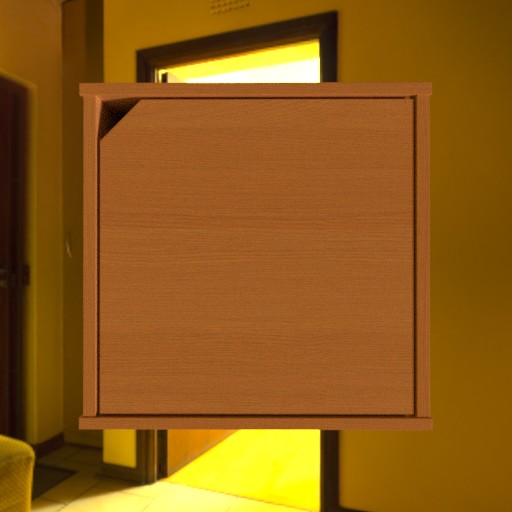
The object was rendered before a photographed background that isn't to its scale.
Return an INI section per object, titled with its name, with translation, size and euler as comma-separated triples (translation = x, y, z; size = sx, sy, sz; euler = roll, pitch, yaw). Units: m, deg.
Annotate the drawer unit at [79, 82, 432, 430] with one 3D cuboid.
[drawer unit]
translation = 0.000, 0.000, 0.583
size = 0.349, 0.344, 0.290
euler = 0, 0, 0
